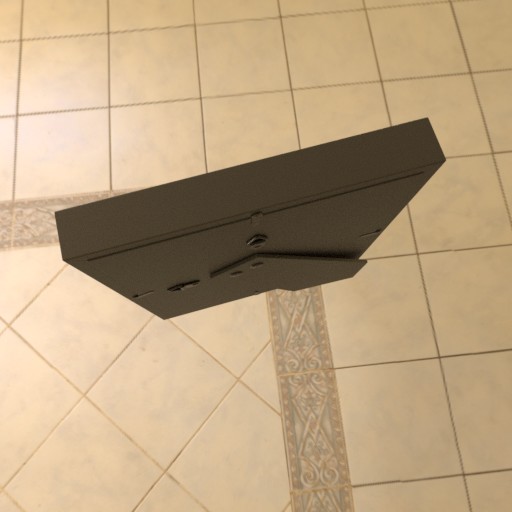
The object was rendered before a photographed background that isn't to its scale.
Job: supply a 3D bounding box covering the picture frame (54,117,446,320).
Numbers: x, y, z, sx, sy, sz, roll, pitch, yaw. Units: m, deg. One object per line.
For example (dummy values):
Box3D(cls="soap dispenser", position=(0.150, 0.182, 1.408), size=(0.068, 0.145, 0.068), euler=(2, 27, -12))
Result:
Box3D(cls="picture frame", position=(0.000, 0.000, 0.398), size=(0.232, 0.284, 0.042), euler=(-15, 76, -4))
